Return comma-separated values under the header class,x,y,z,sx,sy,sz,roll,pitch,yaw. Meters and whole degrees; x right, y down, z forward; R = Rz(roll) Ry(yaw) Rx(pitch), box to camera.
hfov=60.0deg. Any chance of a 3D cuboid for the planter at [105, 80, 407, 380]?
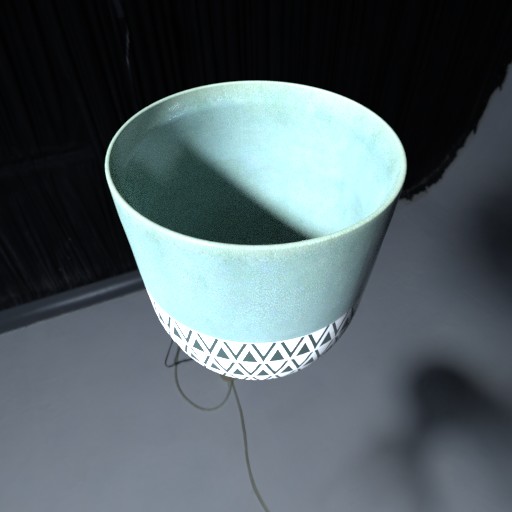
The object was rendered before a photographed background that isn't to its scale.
class,x,y,z,sx,sy,sz,roll,pitch,yaw
planter,0.000,0.000,0.375,0.198,0.214,0.198,0,46,0
